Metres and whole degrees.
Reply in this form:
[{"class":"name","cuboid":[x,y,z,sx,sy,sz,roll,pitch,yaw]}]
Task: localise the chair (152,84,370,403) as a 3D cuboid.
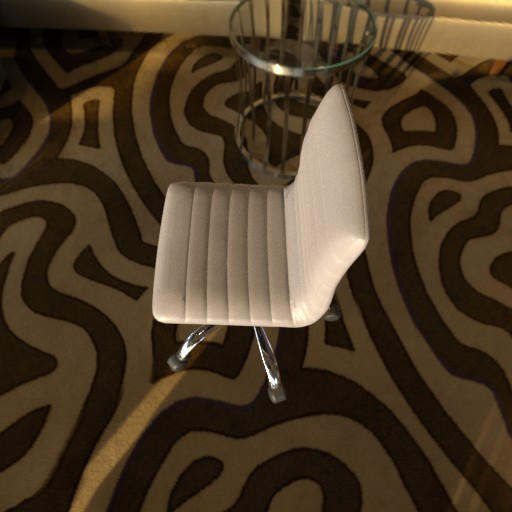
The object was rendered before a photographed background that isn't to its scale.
[{"class":"chair","cuboid":[0.000,0.000,1.129,0.542,0.750,0.569,0,58,0]}]
